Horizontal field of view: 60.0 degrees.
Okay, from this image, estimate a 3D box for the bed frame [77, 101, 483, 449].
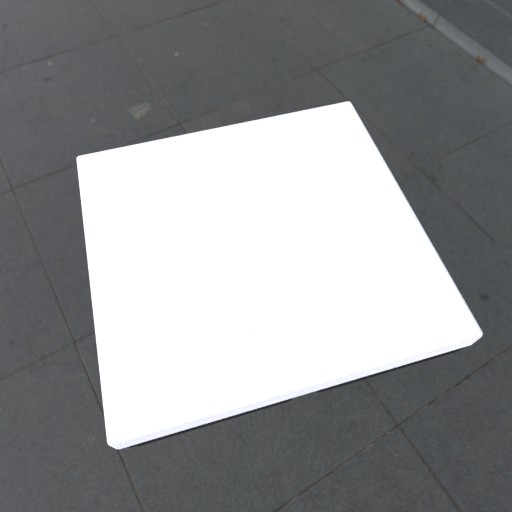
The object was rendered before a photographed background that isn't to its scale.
[{"bbox_3d":[0.000,0.000,2.944,2.033,0.525,1.935,-14,61,-8],"label":"bed frame"}]
